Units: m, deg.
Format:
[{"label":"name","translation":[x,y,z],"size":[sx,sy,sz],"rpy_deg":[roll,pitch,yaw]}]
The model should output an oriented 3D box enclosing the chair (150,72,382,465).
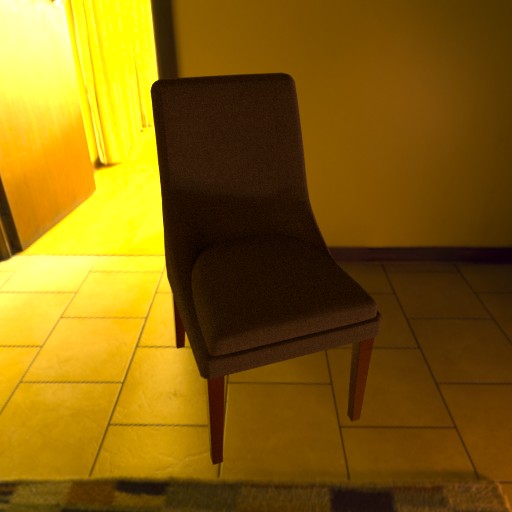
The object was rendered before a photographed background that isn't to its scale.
[{"label":"chair","translation":[0.000,0.000,1.354],"size":[0.508,0.952,0.655],"rpy_deg":[-10,32,-17]}]
